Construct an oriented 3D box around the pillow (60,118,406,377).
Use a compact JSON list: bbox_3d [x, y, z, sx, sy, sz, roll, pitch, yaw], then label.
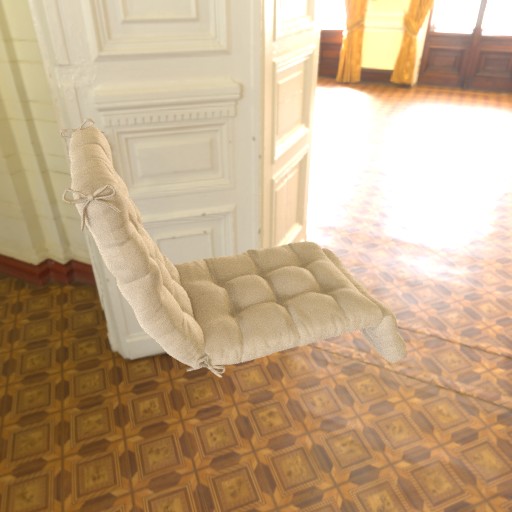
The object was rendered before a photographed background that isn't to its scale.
[{"bbox_3d":[0.000,0.000,1.445,1.016,0.863,0.526,-12,35,-17],"label":"pillow"}]
